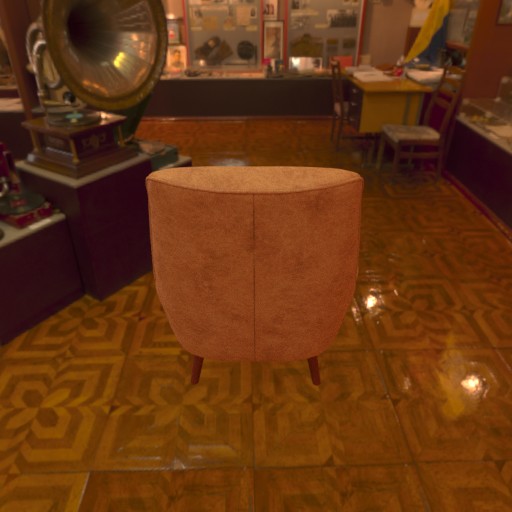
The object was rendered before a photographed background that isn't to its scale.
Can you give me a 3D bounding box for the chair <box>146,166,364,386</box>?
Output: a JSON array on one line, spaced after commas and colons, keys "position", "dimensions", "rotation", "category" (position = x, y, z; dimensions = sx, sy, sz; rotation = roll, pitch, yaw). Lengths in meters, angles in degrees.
[{"position": [0.000, 0.000, 1.529], "dimensions": [0.753, 0.883, 0.851], "rotation": [0, 31, 1], "category": "chair"}]
